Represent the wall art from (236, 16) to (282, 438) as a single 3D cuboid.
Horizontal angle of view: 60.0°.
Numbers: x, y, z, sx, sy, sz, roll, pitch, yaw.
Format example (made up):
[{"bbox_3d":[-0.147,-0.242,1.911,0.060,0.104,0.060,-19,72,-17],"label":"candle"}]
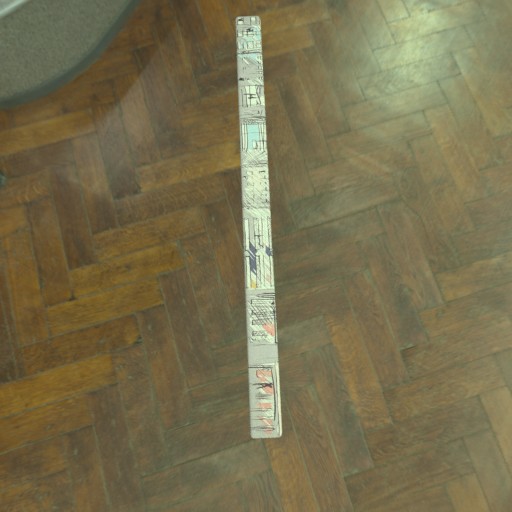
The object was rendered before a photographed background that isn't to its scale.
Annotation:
[{"bbox_3d":[0.000,0.000,1.126,0.048,0.762,0.761,-2,76,-1],"label":"wall art"}]
